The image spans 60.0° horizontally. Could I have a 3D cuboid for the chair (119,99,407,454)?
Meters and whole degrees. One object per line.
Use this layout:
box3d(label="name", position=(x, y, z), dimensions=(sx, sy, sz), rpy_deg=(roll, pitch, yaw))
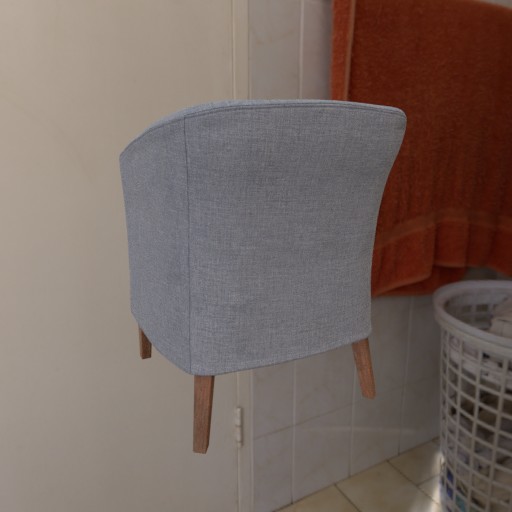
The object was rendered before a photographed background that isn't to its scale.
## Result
box3d(label="chair", position=(0.000, 0.000, 1.229), dimensions=(0.600, 0.771, 0.668), rpy_deg=(-7, 16, -26))
